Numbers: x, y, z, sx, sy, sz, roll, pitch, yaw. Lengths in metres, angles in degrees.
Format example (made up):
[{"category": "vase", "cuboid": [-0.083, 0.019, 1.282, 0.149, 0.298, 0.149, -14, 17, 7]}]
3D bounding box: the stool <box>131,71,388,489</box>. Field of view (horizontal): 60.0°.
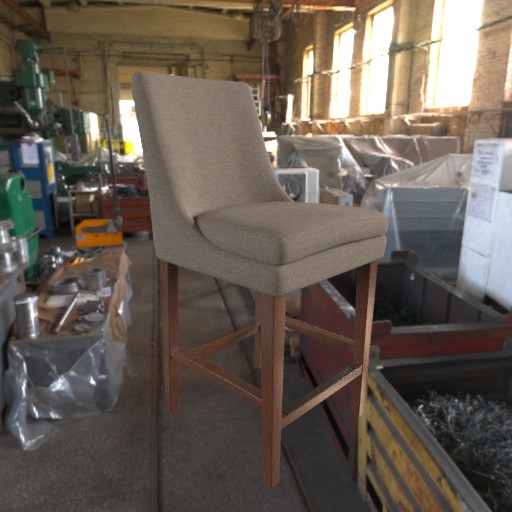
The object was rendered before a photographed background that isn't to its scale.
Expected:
[{"category": "stool", "cuboid": [0.000, 0.000, 1.250, 0.577, 0.981, 0.470, 14, 21, 42]}]
